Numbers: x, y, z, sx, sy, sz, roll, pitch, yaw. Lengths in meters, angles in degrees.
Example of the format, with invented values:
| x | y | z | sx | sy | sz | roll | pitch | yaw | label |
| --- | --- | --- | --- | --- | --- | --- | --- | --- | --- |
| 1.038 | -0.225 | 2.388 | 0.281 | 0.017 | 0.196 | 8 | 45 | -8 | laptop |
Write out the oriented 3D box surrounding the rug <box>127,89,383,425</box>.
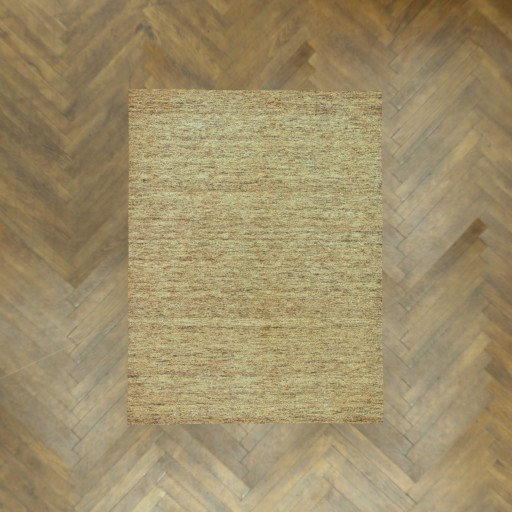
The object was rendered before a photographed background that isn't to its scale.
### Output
| x | y | z | sx | sy | sz | roll | pitch | yaw | label |
| --- | --- | --- | --- | --- | --- | --- | --- | --- | --- |
| 0.000 | 0.000 | 4.243 | 2.438 | 0.012 | 3.200 | 0 | 89 | -1 | rug |
